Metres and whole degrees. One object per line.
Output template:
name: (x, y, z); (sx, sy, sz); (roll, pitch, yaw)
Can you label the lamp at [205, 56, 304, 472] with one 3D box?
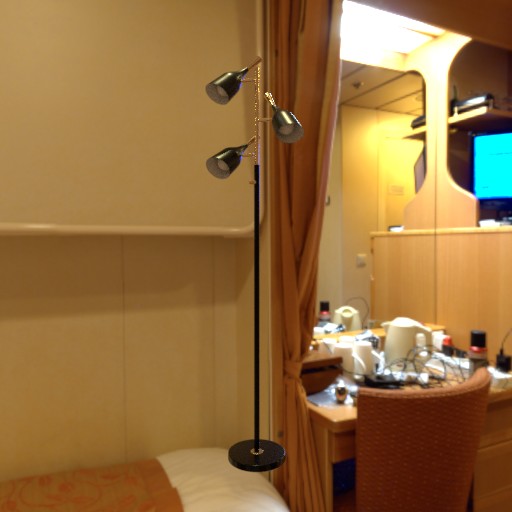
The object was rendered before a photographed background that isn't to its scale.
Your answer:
lamp: (0.000, 0.000, 1.930); (0.434, 1.778, 0.253); (0, 2, 17)
